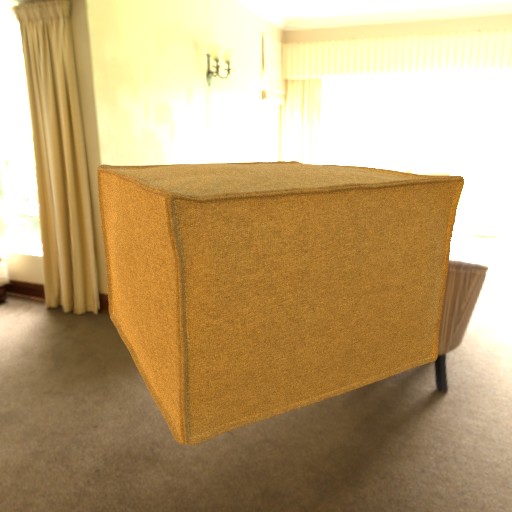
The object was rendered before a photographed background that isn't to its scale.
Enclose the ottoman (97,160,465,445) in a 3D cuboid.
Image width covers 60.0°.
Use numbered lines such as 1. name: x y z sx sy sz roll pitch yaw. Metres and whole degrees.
1. ottoman: 0.000 0.000 1.151 0.696 0.470 0.707 -8 18 -27
